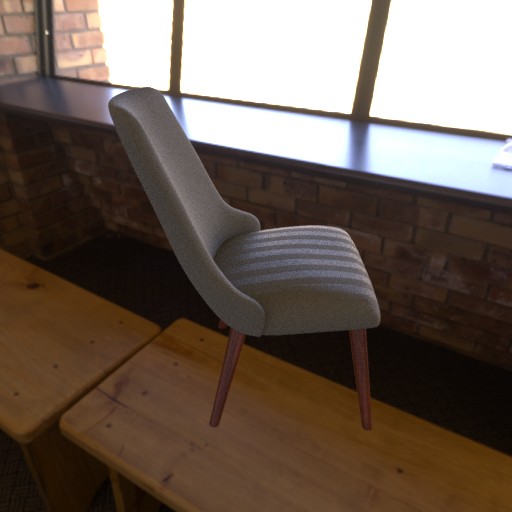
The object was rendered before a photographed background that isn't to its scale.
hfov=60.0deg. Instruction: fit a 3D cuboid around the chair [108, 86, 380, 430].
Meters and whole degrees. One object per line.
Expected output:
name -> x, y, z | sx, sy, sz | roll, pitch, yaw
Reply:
chair -> 0.000, 0.000, 1.323 | 0.707, 0.918, 0.535 | 0, 30, 0
